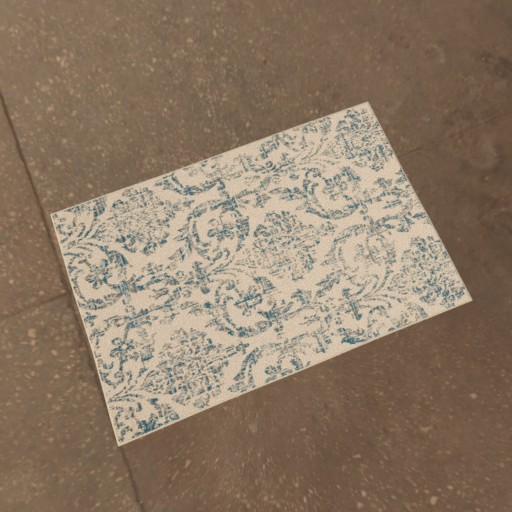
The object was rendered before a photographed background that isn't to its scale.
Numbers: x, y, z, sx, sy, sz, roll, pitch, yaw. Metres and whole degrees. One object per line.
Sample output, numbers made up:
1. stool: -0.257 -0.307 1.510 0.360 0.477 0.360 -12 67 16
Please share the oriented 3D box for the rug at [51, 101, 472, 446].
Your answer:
1. rug: 0.000 0.000 2.256 1.831 0.012 1.213 -21 76 -5
